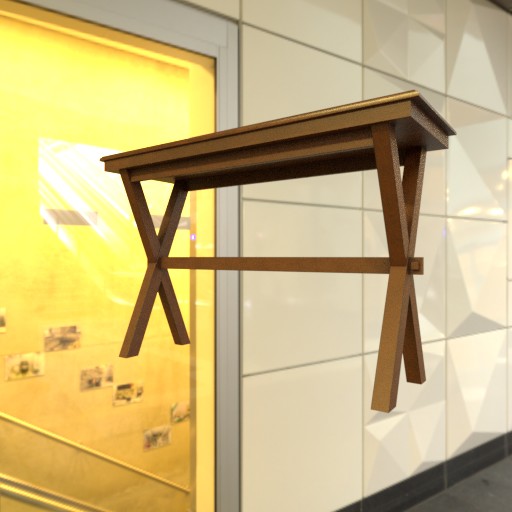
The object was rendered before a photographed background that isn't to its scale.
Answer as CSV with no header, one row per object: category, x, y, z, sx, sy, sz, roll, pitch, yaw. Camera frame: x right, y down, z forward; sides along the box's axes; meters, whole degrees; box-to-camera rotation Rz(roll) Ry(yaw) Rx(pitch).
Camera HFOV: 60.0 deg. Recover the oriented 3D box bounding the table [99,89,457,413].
table,0.000,0.000,1.519,1.197,0.763,0.399,0,0,36
